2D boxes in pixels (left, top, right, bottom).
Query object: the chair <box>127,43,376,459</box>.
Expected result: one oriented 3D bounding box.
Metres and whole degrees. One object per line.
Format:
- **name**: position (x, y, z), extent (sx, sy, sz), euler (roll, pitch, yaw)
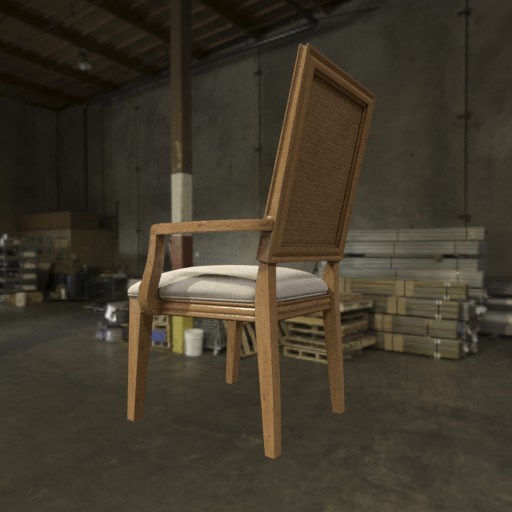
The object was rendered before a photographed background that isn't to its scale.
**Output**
- **chair**: position (0.000, 0.000, 1.362), extent (0.602, 0.990, 0.606), euler (0, 1, 36)
